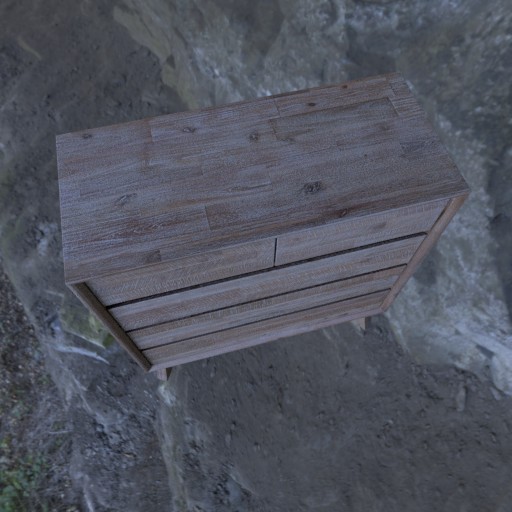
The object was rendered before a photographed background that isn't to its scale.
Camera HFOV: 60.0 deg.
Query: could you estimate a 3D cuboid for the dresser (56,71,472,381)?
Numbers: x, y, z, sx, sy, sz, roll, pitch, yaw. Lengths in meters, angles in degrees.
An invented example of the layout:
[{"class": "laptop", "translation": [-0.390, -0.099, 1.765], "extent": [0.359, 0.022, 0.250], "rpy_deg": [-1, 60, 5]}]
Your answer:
[{"class": "dresser", "translation": [0.000, 0.000, 1.604], "extent": [0.998, 1.029, 0.455], "rpy_deg": [-13, 63, -7]}]
